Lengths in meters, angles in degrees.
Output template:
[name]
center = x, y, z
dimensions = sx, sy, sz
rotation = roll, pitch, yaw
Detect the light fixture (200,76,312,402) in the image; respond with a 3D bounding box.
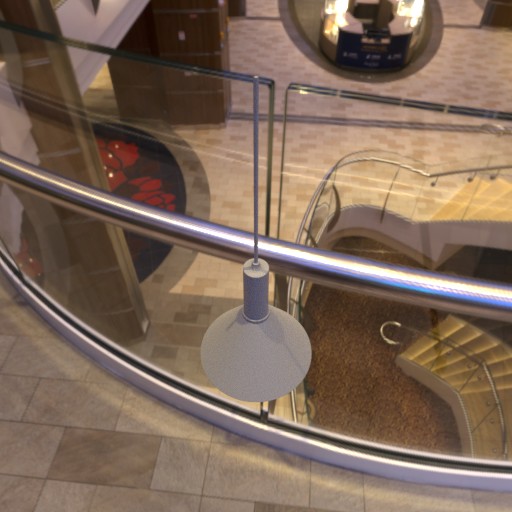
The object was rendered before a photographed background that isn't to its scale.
[light fixture]
center = 0.000, 0.000, 0.825
dimensions = 0.267, 0.683, 0.267
rotation = -32, 55, -26
